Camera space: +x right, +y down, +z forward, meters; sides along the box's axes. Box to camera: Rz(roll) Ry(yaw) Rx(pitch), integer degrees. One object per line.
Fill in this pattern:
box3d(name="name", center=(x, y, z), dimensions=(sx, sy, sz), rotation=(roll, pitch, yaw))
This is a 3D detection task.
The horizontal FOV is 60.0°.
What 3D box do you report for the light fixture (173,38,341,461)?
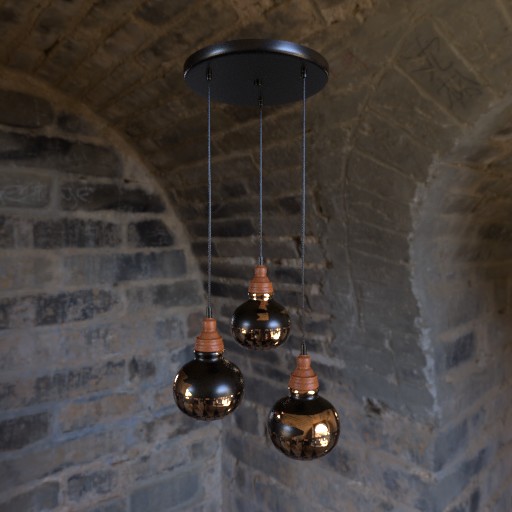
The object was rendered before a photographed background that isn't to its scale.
box3d(name="light fixture", center=(0.000, 0.000, 1.742), dimensions=(0.608, 1.410, 0.605), rotation=(0, 1, 0))
